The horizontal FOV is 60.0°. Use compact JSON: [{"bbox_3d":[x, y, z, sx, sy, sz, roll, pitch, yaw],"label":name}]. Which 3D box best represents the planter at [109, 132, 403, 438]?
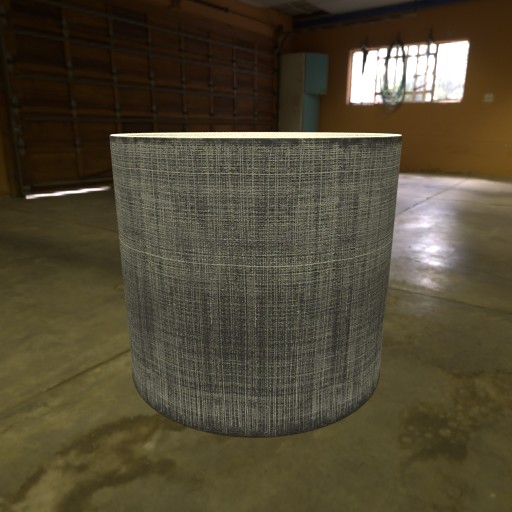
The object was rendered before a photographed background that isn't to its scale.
[{"bbox_3d":[0.000,0.000,0.379,0.221,0.201,0.221,0,16,0],"label":"planter"}]
